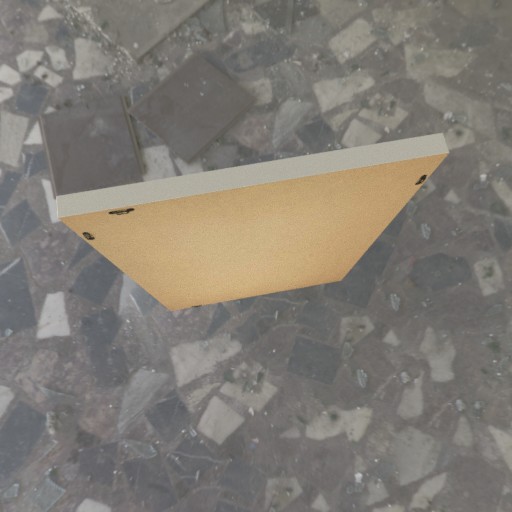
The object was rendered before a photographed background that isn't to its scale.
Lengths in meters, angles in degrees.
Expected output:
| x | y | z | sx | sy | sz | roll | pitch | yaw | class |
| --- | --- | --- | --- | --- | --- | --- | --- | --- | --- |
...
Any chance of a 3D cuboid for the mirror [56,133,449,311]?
| x | y | z | sx | sy | sz | roll | pitch | yaw | class |
| --- | --- | --- | --- | --- | --- | --- | --- | --- | --- |
| 0.000 | 0.000 | 1.122 | 0.609 | 0.914 | 0.041 | -10 | 74 | -3 | mirror |
